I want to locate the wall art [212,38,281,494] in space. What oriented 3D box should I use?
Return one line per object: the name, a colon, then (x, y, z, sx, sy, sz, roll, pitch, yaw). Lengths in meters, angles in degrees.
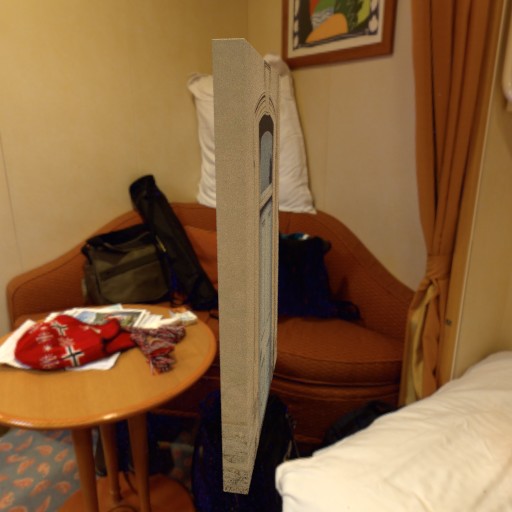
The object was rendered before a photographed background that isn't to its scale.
wall art: (0.000, 0.000, 0.756, 0.036, 0.607, 0.403, 2, 17, 8)
